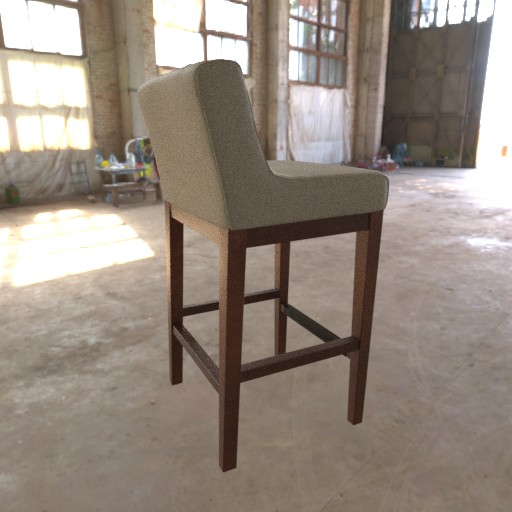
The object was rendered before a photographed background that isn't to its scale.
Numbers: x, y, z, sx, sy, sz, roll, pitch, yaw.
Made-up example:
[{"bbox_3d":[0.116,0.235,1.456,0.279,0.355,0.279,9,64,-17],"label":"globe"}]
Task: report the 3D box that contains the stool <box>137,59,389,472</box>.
[{"bbox_3d":[0.000,0.000,1.232,0.500,0.937,0.511,-8,18,-26],"label":"stool"}]
